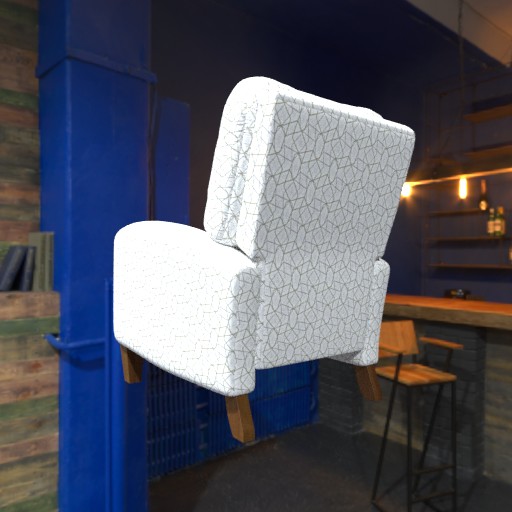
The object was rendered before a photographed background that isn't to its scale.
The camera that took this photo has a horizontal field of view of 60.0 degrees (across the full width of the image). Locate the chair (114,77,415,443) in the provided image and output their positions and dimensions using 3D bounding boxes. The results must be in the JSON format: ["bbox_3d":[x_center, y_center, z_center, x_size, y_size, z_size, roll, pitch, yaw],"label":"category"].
[{"bbox_3d":[0.000,0.000,1.734,0.796,1.064,0.995,0,0,-37],"label":"chair"}]
